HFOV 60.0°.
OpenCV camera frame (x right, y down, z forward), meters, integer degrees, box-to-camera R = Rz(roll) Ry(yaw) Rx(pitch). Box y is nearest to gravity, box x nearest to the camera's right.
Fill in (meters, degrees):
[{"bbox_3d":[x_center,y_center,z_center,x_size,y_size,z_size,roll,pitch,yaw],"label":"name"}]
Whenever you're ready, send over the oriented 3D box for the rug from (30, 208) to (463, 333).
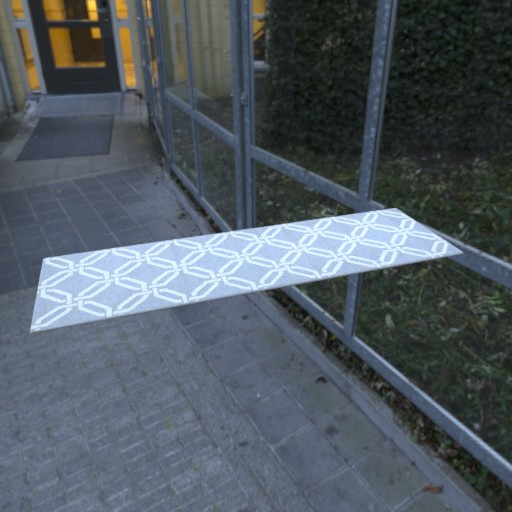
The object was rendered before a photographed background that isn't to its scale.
[{"bbox_3d":[0.000,0.000,2.501,2.276,0.014,0.678,-9,31,-16],"label":"rug"}]
